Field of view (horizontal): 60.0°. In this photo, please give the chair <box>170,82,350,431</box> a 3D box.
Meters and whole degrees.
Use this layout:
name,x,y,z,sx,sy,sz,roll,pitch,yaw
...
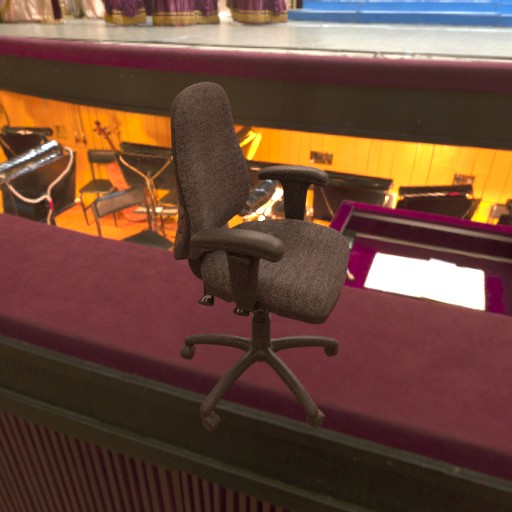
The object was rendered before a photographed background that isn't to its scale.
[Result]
name,x,y,z,sx,sy,sz,roll,pitch,yaw
chair,0.000,0.000,1.264,0.530,0.910,0.550,10,32,17
